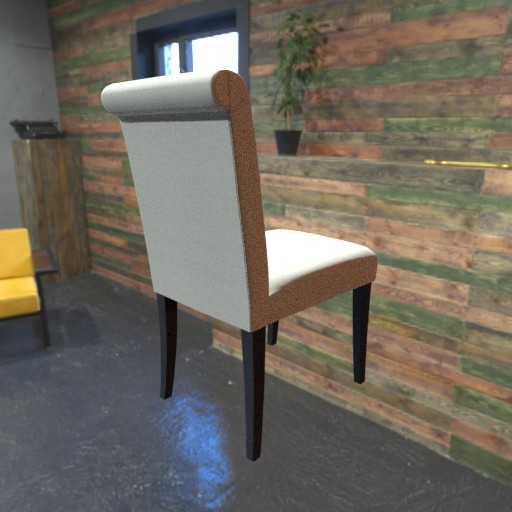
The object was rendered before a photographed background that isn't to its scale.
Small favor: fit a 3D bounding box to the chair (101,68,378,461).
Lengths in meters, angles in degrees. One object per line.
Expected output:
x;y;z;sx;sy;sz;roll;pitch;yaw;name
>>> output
0.000;0.000;1.360;0.452;0.976;0.708;15;21;42;chair
